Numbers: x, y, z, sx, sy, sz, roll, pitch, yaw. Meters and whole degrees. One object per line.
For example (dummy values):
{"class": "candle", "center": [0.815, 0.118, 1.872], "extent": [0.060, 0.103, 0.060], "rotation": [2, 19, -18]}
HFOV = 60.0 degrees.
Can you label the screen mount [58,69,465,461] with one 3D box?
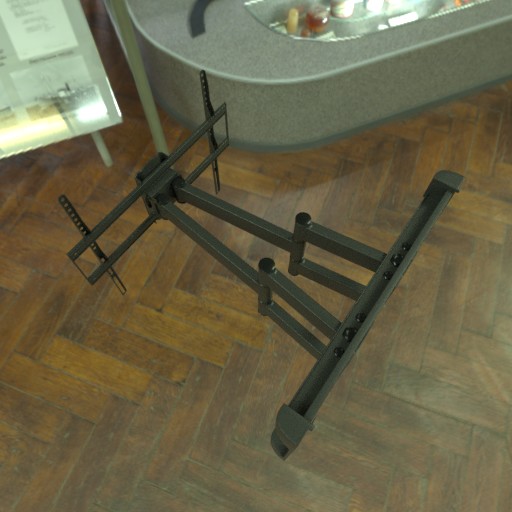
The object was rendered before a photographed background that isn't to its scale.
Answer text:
{"class": "screen mount", "center": [0.000, 0.000, 0.944], "extent": [0.556, 0.424, 0.571], "rotation": [32, 67, 16]}
